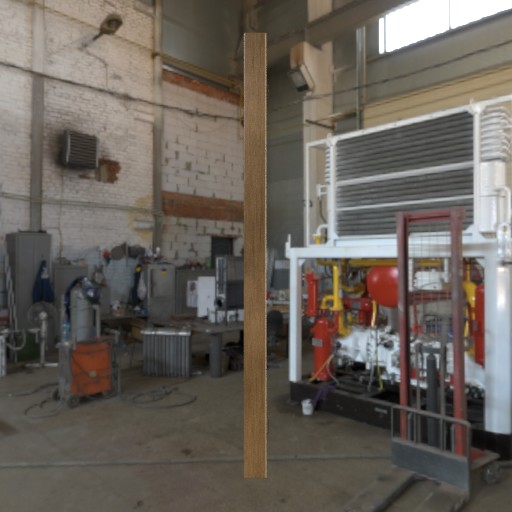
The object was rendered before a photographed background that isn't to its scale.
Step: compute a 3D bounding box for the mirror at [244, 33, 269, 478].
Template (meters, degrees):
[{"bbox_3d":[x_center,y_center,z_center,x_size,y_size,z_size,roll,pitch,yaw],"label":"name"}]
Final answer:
[{"bbox_3d":[0.000,0.000,0.960,0.040,0.710,0.507,0,-1,0],"label":"mirror"}]
